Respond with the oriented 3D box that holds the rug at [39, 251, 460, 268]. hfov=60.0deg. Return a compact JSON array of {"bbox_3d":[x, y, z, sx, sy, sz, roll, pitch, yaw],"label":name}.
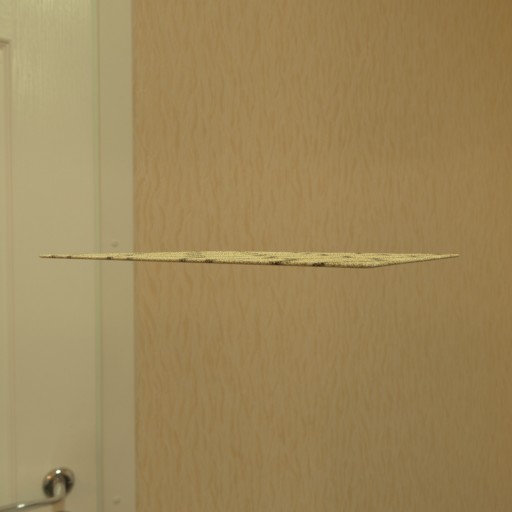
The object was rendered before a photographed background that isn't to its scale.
[{"bbox_3d":[0.000,0.000,4.014,3.000,0.026,2.399,1,2,35],"label":"rug"}]
